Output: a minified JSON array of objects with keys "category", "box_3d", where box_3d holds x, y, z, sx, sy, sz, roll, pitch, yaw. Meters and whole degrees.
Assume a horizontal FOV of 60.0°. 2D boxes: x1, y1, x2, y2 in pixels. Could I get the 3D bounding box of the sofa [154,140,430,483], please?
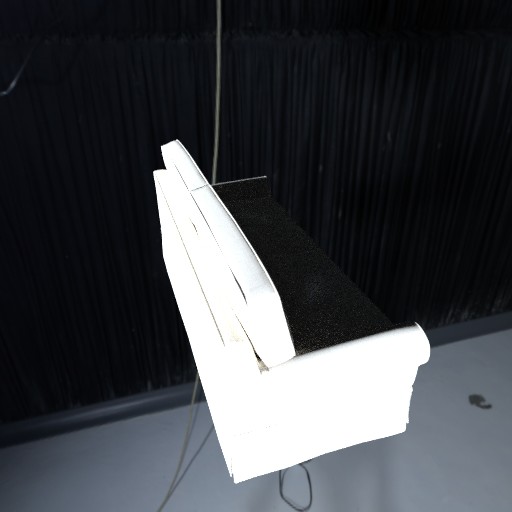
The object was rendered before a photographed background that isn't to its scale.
[{"category":"sofa","box_3d":[0.000,0.000,2.501,0.862,0.937,2.021,-9,31,-16]}]
